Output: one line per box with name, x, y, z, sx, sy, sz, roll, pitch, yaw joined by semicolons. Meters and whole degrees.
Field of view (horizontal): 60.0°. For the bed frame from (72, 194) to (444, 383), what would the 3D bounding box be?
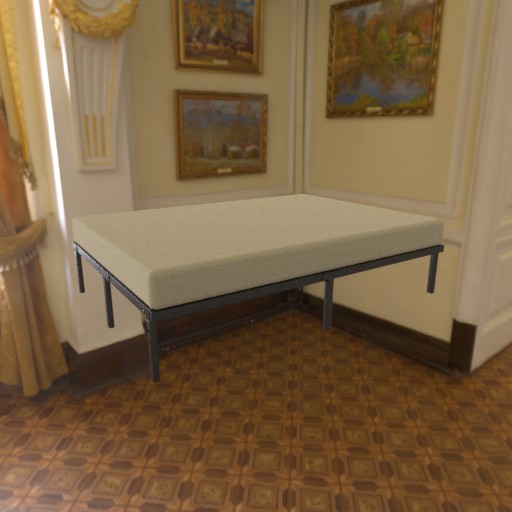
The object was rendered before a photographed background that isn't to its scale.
bed frame;0.000;0.000;3.886;2.842;0.680;2.205;-8;18;-26
